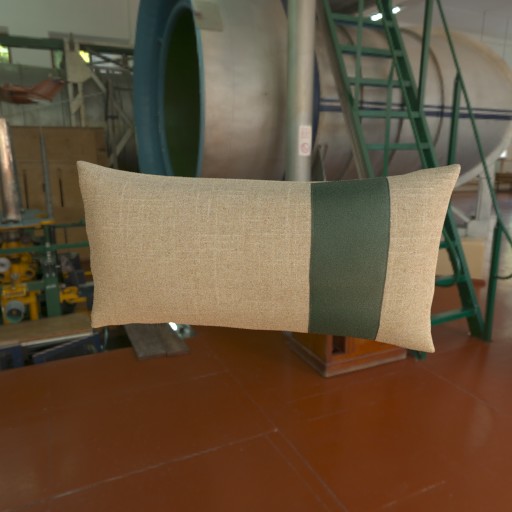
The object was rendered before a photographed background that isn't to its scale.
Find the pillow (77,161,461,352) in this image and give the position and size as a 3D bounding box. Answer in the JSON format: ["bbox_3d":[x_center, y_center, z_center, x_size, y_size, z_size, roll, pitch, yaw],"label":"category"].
[{"bbox_3d":[0.000,0.000,1.030,0.859,0.429,0.197,2,14,8],"label":"pillow"}]
